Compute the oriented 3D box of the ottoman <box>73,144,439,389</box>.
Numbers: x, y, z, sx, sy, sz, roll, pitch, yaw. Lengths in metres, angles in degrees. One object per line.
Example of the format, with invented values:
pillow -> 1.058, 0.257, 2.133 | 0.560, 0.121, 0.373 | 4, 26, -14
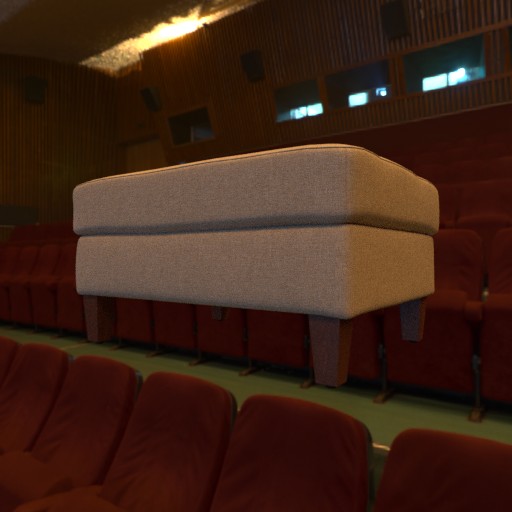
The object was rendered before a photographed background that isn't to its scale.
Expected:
ottoman -> 0.000, 0.000, 1.317 | 0.898, 0.519, 0.677 | 0, 0, 35
